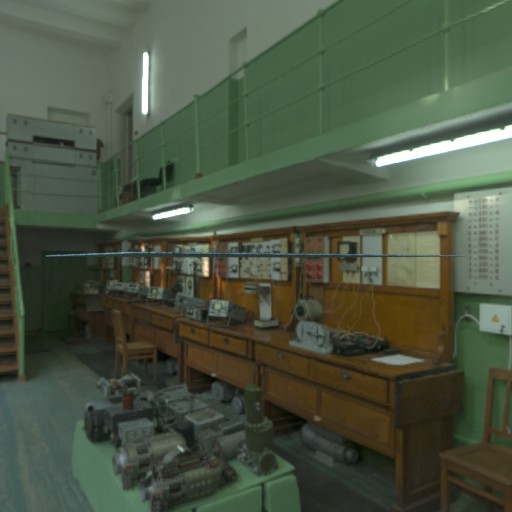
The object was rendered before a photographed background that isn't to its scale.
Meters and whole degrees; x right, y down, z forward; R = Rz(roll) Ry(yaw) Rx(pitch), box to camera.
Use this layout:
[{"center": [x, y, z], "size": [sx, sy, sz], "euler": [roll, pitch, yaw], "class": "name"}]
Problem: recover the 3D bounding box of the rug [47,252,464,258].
[{"center": [0.000, 0.000, 4.250], "size": [3.291, 0.013, 2.337], "euler": [0, -1, -35], "class": "rug"}]
